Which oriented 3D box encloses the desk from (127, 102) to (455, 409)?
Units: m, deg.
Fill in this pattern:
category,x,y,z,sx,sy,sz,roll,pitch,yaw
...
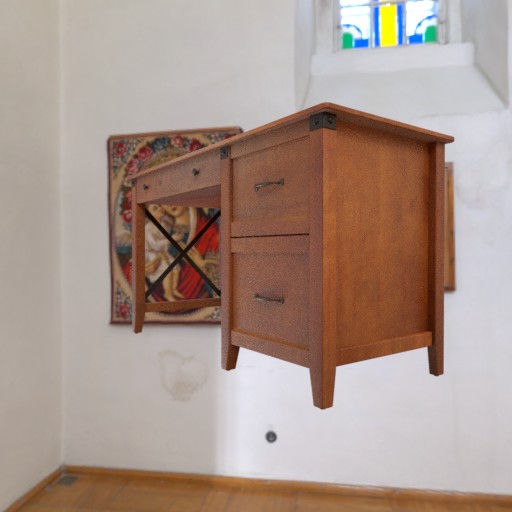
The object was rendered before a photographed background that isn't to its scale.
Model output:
category,x,y,z,sx,sy,sz,roll,pitch,yaw
desk,0.000,0.000,1.774,0.574,0.756,1.353,0,1,-36
